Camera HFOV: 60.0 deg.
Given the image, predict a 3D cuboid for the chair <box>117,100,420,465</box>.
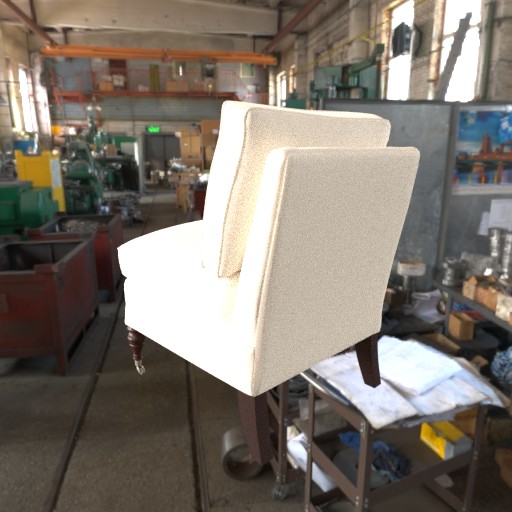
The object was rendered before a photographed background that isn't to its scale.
[{"bbox_3d":[0.000,0.000,1.429,0.630,0.887,0.781,-13,19,-42],"label":"chair"}]
